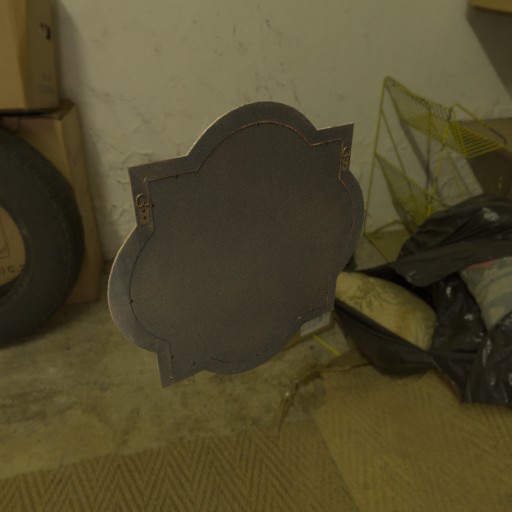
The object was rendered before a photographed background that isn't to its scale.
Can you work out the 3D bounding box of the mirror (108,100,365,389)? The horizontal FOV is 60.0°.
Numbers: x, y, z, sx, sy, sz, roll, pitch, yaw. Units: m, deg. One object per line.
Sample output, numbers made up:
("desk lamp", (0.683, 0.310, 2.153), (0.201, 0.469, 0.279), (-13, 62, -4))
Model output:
("mirror", (0.000, 0.000, 1.047), (0.686, 0.686, 0.019), (-19, 36, -29))
